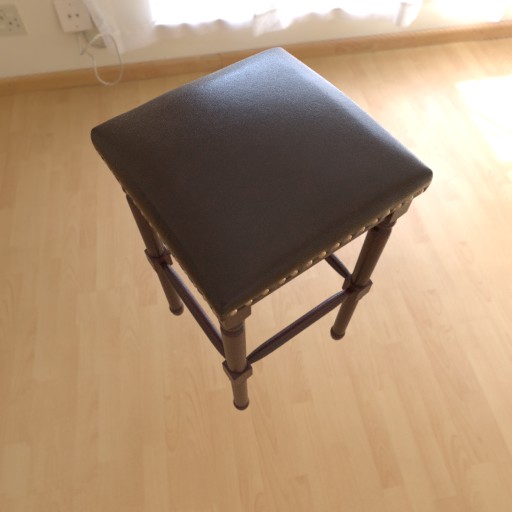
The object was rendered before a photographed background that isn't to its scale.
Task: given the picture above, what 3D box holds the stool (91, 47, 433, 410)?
[{"bbox_3d":[0.000,0.000,0.927,0.382,0.702,0.383,-31,63,-18],"label":"stool"}]
